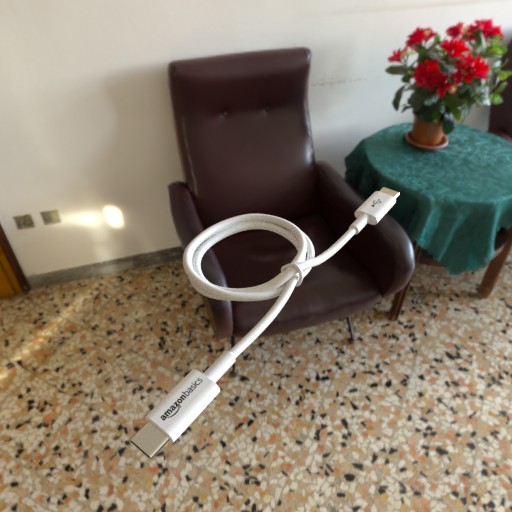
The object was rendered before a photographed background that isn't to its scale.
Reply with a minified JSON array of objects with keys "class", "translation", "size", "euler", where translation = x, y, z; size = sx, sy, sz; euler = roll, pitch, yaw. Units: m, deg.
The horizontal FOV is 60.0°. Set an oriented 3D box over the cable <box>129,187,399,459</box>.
[{"class":"cable","translation":[0.000,0.000,0.223],"size":[0.070,0.014,0.203],"euler":[26,48,27]}]
